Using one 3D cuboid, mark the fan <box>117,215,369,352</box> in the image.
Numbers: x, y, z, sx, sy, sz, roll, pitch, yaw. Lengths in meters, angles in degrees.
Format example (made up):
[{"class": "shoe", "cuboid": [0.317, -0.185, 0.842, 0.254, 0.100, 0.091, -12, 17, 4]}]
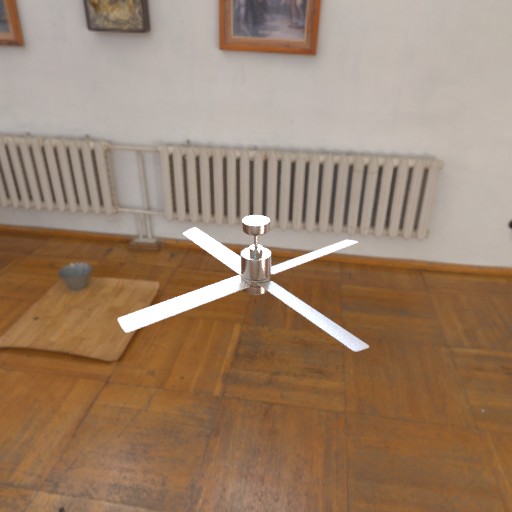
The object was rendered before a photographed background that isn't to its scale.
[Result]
[{"class": "fan", "cuboid": [0.000, 0.000, 2.039, 1.322, 0.355, 1.322, -19, 33, -32]}]
